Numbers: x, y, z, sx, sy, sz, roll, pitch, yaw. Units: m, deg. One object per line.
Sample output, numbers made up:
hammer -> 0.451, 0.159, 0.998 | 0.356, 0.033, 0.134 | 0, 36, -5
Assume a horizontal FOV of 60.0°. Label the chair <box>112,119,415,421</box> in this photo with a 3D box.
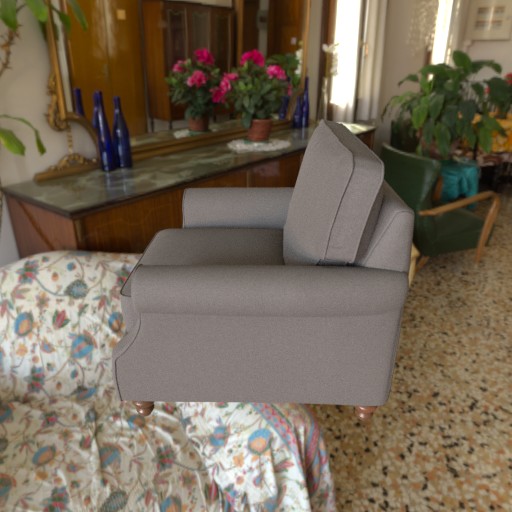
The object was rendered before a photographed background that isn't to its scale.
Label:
chair -> 0.000, 0.000, 1.770 | 0.966, 0.967, 1.029 | 1, 24, 1
